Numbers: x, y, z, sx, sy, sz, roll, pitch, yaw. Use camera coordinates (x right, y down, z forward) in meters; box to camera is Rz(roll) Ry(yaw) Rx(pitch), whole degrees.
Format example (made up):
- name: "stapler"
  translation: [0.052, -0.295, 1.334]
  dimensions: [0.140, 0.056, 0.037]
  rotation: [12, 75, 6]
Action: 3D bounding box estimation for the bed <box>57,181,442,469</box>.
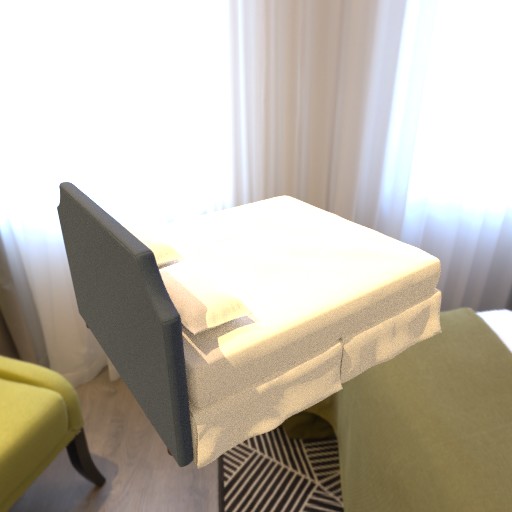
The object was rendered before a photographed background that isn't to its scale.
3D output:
- name: "bed"
  translation: [0.000, 0.000, 4.043]
  dimensions: [2.773, 1.488, 2.350]
  rotation: [-18, 32, -32]
